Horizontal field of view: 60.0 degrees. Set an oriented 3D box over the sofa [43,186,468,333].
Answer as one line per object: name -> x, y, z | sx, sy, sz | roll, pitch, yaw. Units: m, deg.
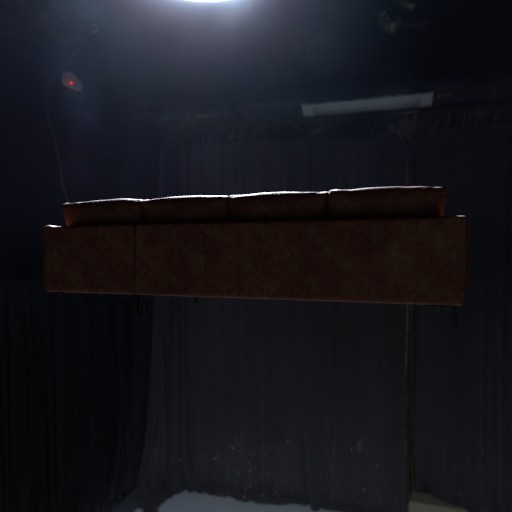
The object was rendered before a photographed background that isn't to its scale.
sofa -> 0.000, 0.000, 3.613 | 2.993, 0.859, 1.471 | 0, 0, 19
